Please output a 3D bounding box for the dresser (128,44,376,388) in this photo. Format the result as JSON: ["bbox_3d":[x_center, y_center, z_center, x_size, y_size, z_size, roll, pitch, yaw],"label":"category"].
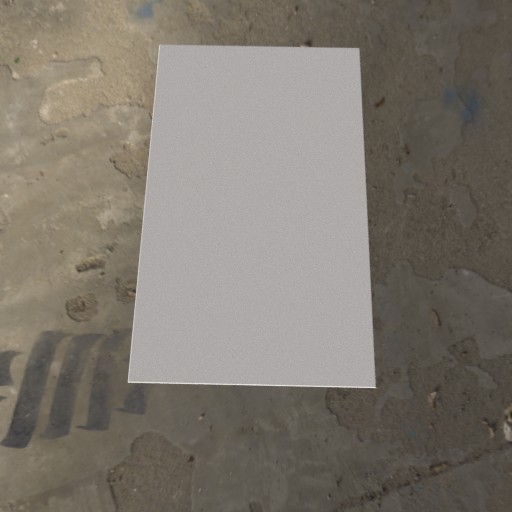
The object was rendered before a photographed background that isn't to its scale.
[{"bbox_3d":[0.000,0.000,1.185,0.400,0.800,0.650,1,75,0],"label":"dresser"}]
